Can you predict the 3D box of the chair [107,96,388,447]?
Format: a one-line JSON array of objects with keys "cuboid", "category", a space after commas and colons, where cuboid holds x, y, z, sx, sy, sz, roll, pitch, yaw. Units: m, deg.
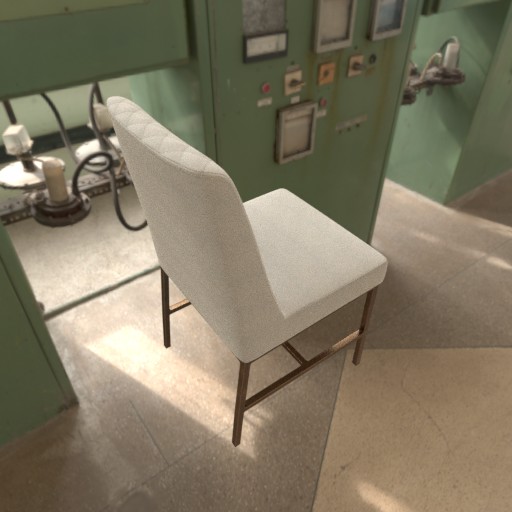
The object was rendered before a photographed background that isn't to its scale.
[{"cuboid": [0.000, 0.000, 1.290, 0.597, 0.933, 0.503, -24, 45, -27], "category": "chair"}]
